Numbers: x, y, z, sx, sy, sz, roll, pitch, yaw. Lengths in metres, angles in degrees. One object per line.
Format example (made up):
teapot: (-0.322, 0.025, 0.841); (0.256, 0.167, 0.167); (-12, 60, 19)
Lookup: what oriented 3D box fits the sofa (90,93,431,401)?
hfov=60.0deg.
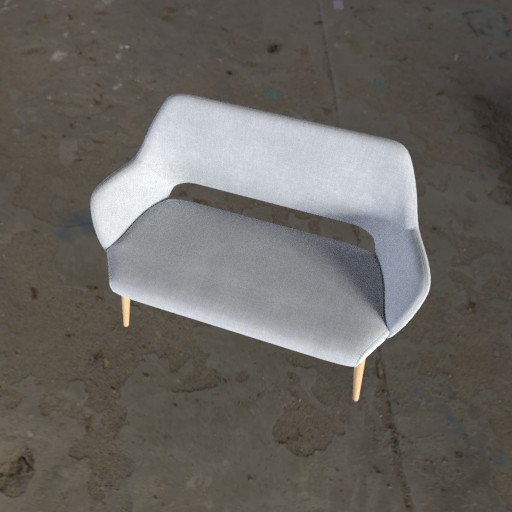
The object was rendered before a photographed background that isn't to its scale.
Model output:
sofa: (0.000, 0.000, 1.643); (1.150, 0.840, 0.610); (16, 60, 9)
